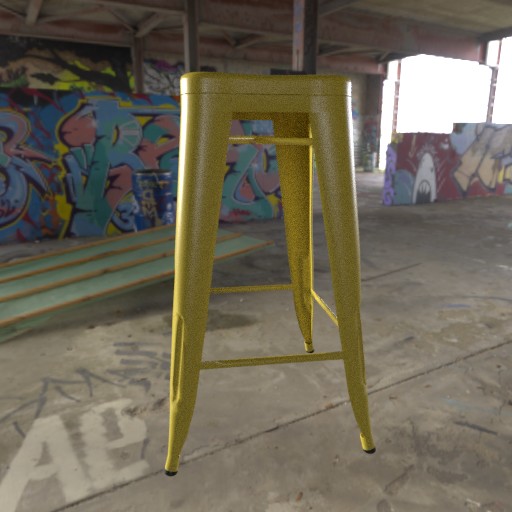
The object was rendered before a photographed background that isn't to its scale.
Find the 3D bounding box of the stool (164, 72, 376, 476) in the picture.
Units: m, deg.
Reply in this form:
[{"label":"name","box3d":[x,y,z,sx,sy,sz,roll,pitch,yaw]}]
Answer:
[{"label":"stool","box3d":[0.000,0.000,0.838,0.359,0.609,0.399,-2,15,-9]}]
